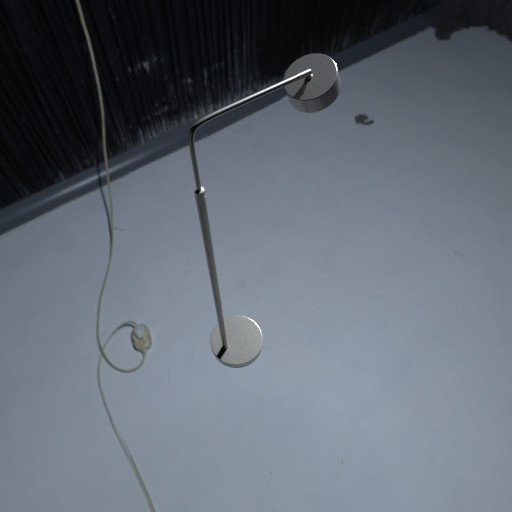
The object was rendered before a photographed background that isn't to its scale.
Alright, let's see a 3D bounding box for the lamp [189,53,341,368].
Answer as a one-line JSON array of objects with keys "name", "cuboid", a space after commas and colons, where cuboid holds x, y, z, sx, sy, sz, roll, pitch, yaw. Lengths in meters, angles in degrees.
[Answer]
[{"name": "lamp", "cuboid": [0.000, 0.000, 1.418, 0.421, 1.250, 0.222, -30, 63, -17]}]
